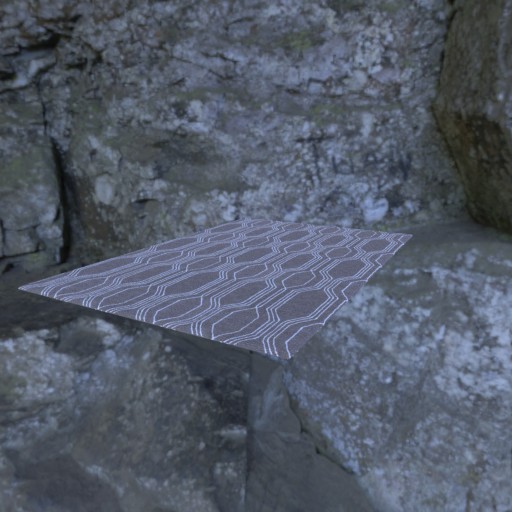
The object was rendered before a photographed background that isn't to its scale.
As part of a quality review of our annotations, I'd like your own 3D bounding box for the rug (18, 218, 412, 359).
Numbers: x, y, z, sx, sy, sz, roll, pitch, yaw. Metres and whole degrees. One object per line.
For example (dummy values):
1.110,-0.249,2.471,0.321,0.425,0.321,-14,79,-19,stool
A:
0.000,0.000,2.313,1.239,0.012,1.836,8,17,28,rug
